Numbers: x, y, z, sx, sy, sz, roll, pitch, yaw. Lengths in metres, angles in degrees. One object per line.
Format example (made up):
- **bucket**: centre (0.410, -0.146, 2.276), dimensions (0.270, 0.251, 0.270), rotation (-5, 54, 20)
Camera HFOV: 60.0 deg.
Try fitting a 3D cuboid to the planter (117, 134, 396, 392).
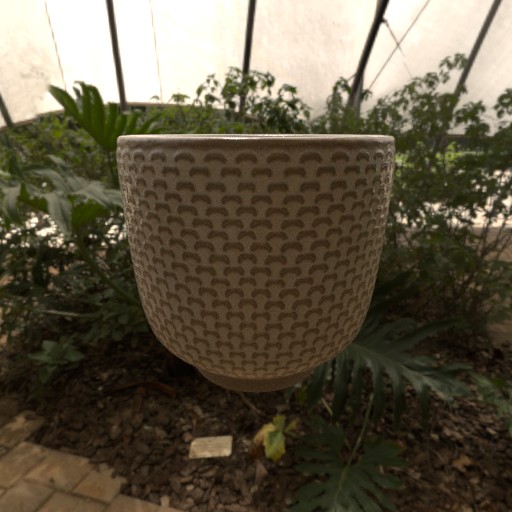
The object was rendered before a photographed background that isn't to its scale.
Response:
- **planter**: centre (0.000, 0.000, 0.305), dimensions (0.173, 0.160, 0.173), rotation (0, 16, 0)
